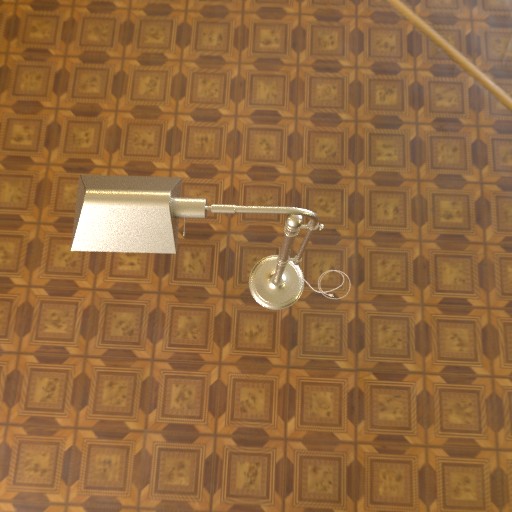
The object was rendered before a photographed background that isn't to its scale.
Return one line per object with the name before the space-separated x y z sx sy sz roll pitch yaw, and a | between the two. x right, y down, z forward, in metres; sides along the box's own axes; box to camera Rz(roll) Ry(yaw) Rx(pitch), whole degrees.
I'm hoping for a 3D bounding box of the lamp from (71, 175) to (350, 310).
lamp | 0.000 0.000 0.939 0.546 0.708 0.159 2 78 0
